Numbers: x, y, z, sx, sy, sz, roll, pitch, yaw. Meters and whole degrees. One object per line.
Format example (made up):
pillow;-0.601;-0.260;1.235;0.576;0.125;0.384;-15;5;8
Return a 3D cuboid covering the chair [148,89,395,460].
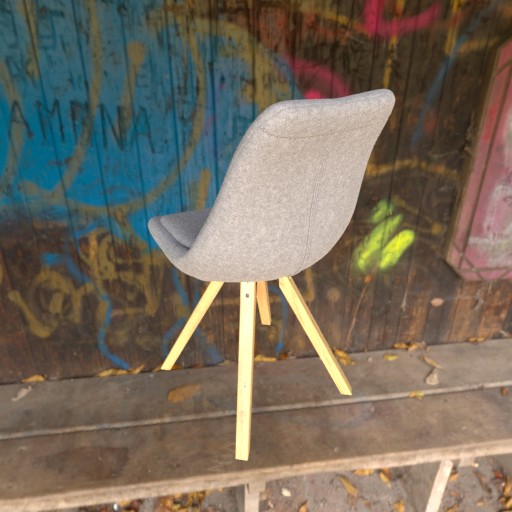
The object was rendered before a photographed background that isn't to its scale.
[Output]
chair;0.000;0.000;1.166;0.483;0.865;0.550;-19;33;-31
